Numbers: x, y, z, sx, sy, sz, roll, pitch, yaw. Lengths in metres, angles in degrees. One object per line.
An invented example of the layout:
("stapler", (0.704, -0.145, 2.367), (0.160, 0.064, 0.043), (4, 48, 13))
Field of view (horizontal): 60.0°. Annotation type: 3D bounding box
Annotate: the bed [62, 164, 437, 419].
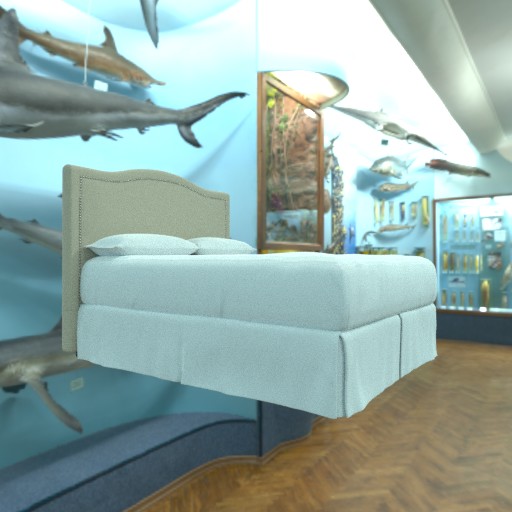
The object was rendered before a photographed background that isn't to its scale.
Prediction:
("bed", (0.000, 0.000, 3.200), (2.143, 1.460, 1.753), (0, 0, 36))
